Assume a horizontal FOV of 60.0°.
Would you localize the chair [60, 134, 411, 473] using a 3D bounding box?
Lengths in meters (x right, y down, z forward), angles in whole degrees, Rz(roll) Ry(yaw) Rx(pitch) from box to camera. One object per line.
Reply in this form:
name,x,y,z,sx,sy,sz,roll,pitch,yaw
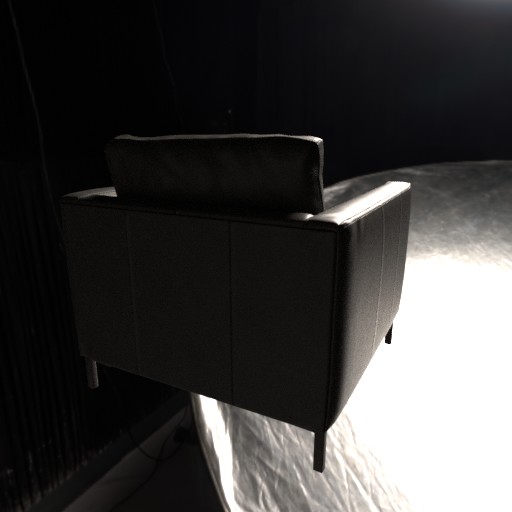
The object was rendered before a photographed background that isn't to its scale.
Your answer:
chair,0.000,0.000,1.479,0.967,0.824,0.861,8,18,27
